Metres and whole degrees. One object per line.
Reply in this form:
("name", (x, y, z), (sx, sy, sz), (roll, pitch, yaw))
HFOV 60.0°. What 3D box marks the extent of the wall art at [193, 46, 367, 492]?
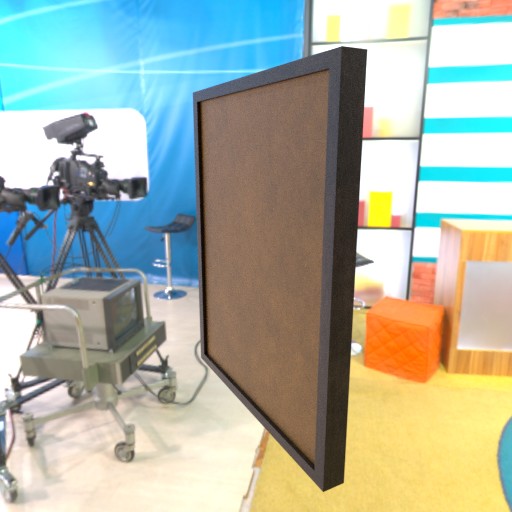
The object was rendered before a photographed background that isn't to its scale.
("wall art", (0.000, 0.000, 0.536), (0.027, 0.406, 0.329), (-7, 15, -27))
